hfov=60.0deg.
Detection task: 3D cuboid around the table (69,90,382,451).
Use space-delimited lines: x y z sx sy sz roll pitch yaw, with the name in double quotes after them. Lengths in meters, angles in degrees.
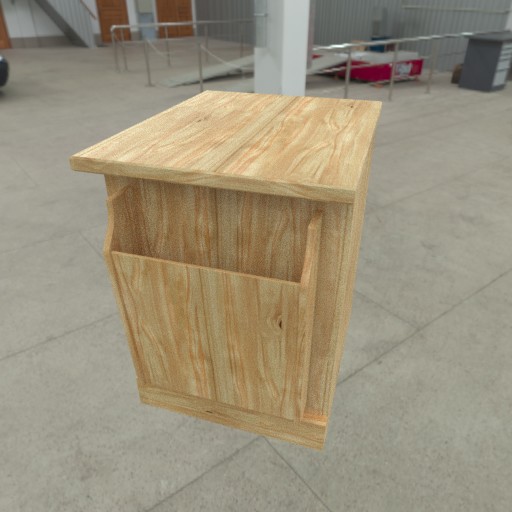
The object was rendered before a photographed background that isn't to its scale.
0.000 0.000 0.868 0.380 0.515 0.530 9 32 15 "table"
